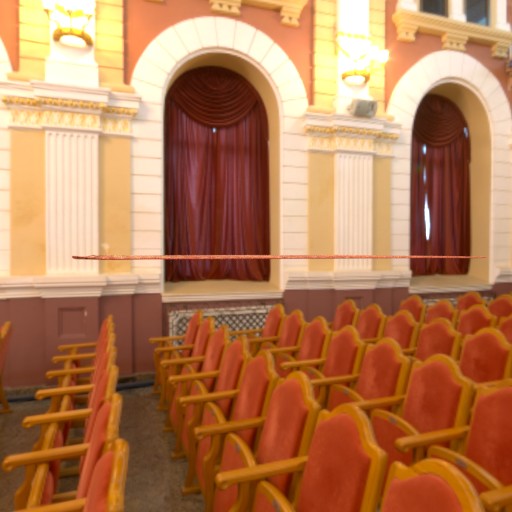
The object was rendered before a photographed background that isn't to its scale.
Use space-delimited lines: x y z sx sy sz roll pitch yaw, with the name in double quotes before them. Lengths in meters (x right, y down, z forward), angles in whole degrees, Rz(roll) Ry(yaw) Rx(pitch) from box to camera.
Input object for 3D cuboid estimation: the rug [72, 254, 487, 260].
"rug" 0.000 0.000 4.236 3.086 0.030 2.489 0 0 -18
